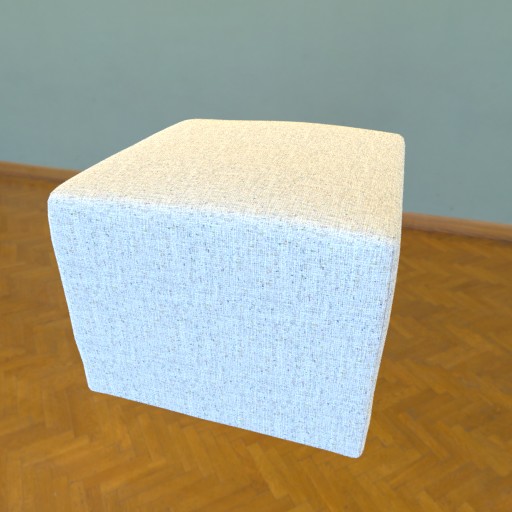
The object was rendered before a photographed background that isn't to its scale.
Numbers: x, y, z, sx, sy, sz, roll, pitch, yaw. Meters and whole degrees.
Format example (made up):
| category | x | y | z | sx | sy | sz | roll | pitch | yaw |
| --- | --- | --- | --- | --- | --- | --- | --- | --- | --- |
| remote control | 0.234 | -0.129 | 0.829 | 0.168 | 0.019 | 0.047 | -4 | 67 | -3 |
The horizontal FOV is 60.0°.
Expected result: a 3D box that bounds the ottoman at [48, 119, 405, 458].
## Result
| category | x | y | z | sx | sy | sz | roll | pitch | yaw |
| --- | --- | --- | --- | --- | --- | --- | --- | --- | --- |
| ottoman | 0.000 | 0.000 | 0.880 | 0.512 | 0.453 | 0.521 | 9 | 31 | 15 |
